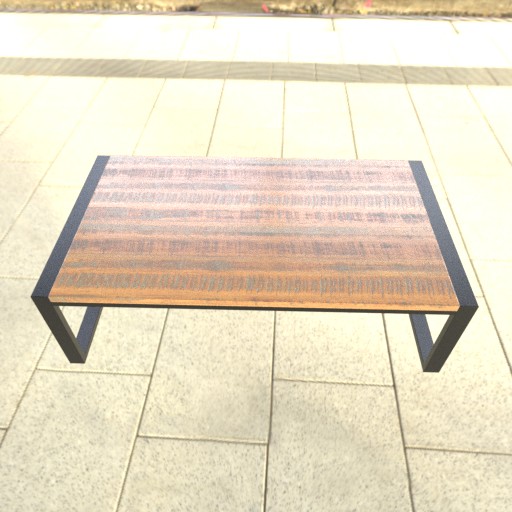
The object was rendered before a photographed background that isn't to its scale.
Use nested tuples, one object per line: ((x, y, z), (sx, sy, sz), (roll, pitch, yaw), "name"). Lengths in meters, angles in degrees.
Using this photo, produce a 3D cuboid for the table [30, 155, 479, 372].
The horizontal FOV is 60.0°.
((0.000, 0.000, 1.733), (1.350, 0.400, 0.750), (1, 47, 1), "table")
